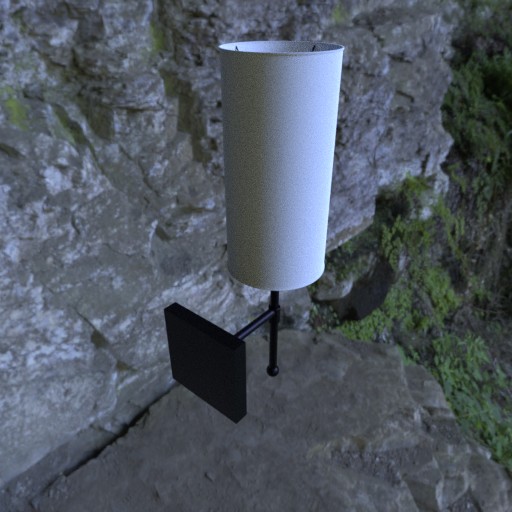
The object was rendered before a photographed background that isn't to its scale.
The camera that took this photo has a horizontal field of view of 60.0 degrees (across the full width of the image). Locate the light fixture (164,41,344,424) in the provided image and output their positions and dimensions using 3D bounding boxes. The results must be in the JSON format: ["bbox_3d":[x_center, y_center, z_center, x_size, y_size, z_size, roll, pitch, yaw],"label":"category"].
[{"bbox_3d":[0.000,0.000,0.544,0.128,0.462,0.208,23,37,34],"label":"light fixture"}]
